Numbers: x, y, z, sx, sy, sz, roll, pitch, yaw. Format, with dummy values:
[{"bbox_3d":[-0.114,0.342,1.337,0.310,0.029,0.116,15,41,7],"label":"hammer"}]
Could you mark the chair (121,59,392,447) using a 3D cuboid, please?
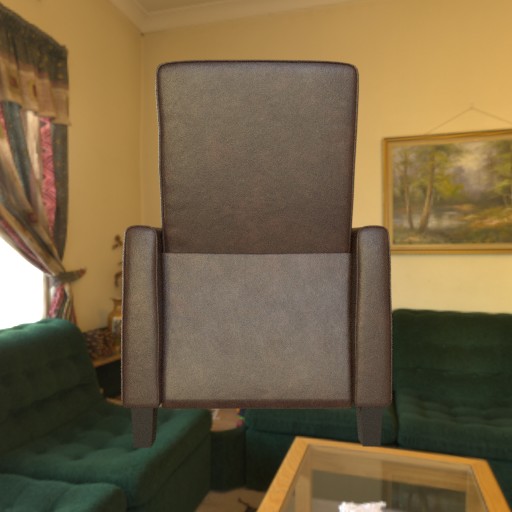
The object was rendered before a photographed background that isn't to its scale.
[{"bbox_3d":[0.000,0.000,1.477,0.705,1.013,0.746,0,0,-1],"label":"chair"}]
